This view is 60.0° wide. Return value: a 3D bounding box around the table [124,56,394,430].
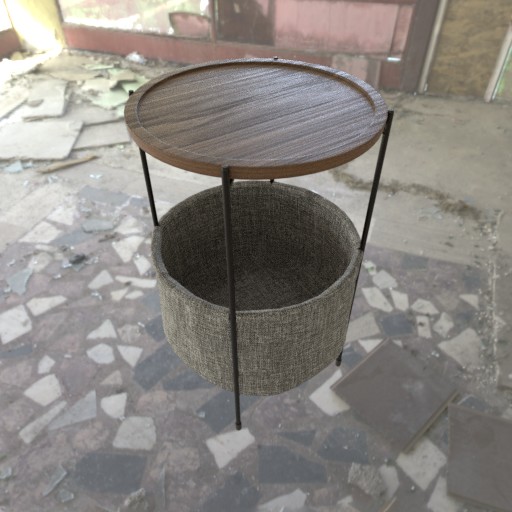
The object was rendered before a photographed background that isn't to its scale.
[{"bbox_3d":[0.000,0.000,0.869,0.400,0.623,0.400,-25,47,-25],"label":"table"}]
